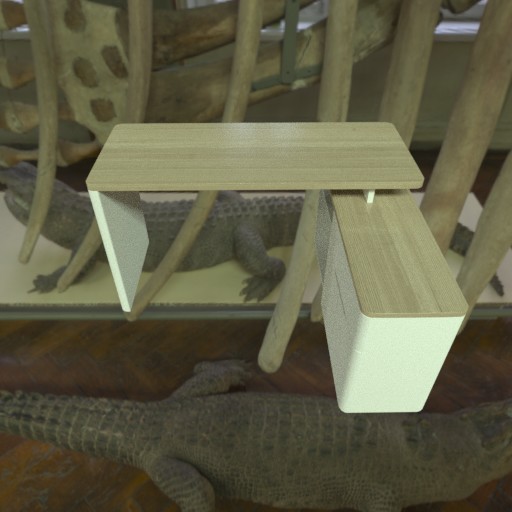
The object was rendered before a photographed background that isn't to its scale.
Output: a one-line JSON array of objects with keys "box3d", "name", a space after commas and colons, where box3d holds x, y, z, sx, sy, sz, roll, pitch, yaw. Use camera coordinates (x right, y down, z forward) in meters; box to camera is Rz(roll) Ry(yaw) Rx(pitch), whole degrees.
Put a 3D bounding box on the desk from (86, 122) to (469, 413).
[{"box3d": [0.000, 0.000, 2.052, 1.400, 0.770, 1.175, -1, 41, -1], "name": "desk"}]
